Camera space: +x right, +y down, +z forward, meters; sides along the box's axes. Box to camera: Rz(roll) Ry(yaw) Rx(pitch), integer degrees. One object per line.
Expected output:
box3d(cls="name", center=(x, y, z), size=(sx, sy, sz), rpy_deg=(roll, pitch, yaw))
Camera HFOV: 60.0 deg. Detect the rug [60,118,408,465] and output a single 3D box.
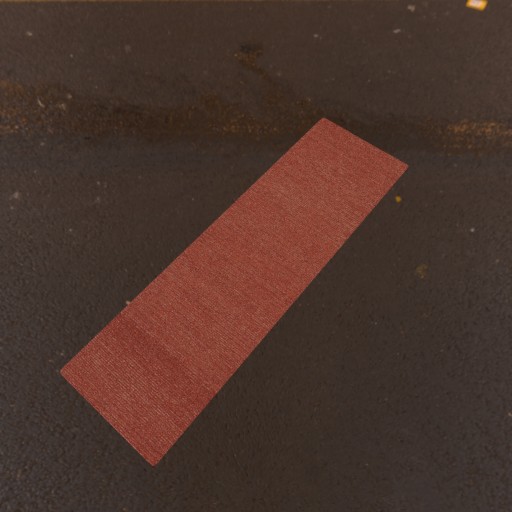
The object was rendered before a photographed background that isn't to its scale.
box3d(cls="rug", center=(0.000, 0.000, 2.570), size=(0.687, 0.012, 2.307), rpy_deg=(36, 67, 18))
